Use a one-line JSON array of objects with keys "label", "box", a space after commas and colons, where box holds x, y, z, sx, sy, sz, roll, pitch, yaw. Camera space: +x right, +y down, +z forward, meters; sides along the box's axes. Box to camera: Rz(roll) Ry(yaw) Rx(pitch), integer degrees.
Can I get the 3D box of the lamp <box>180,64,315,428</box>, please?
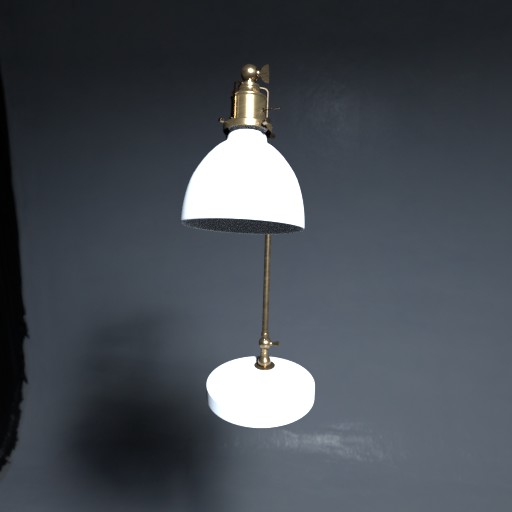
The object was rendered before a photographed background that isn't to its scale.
[{"label": "lamp", "box": [0.000, 0.000, 0.660, 0.186, 0.522, 0.317, 2, 15, 9]}]
